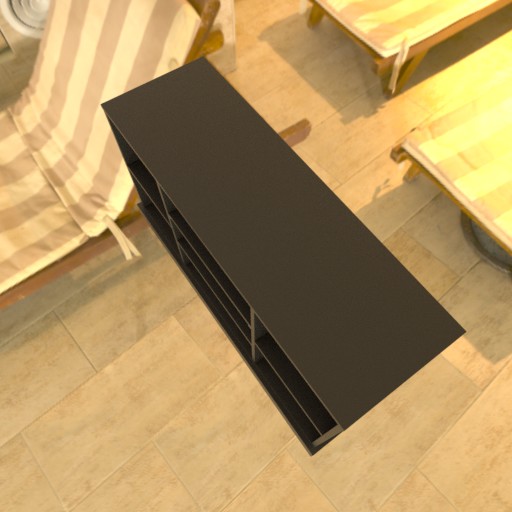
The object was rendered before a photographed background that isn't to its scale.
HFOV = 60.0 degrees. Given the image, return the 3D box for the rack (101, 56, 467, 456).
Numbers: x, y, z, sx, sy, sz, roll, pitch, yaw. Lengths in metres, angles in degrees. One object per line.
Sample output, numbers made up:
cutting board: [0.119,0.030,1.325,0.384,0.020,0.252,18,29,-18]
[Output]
rack: [0.000,0.000,1.505,0.399,0.635,1.206,-32,67,-15]
